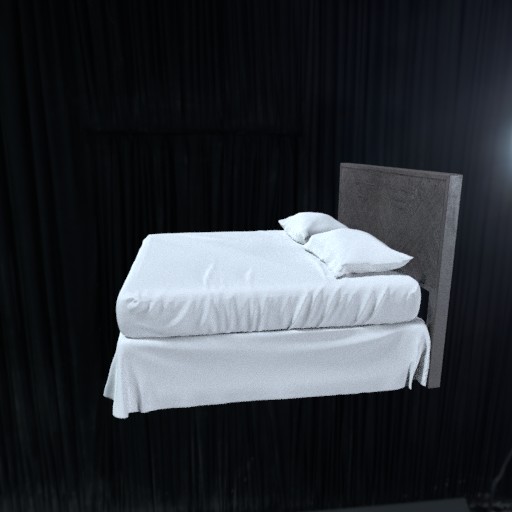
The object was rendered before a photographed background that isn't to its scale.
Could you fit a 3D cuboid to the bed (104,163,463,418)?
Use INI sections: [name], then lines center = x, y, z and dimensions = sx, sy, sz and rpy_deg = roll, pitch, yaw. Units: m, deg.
[bed]
center = 0.000, 0.000, 2.930
dimensions = 1.785, 1.142, 1.772
rpy_deg = -2, 14, -8
